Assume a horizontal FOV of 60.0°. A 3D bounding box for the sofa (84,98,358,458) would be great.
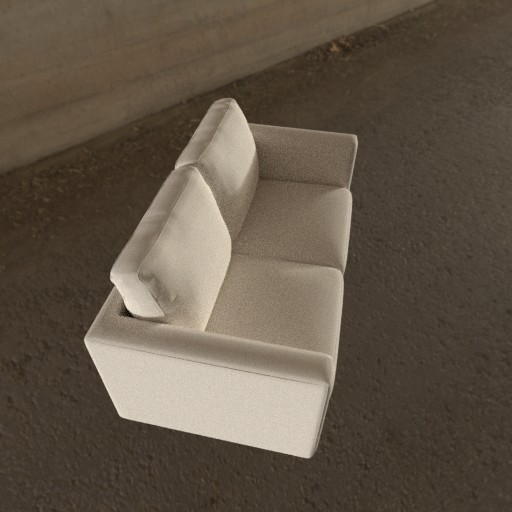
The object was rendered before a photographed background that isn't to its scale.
[{"bbox_3d":[0.000,0.000,1.959,0.796,0.908,1.430,9,46,9],"label":"sofa"}]
